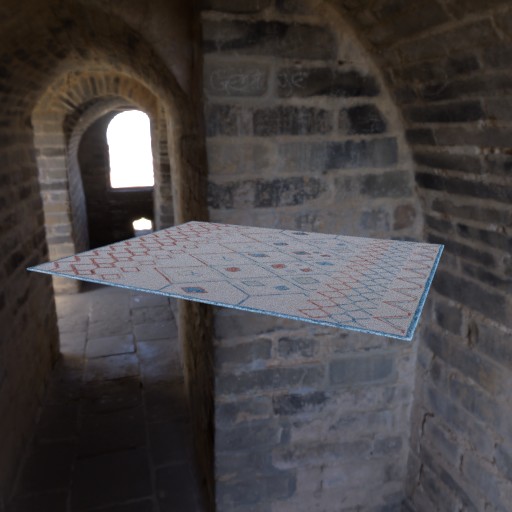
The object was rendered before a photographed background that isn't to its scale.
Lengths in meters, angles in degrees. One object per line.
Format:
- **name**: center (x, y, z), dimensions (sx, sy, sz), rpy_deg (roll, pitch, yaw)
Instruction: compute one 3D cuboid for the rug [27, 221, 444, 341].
- **rug**: center (0.000, 0.000, 4.085), dimensions (3.050, 0.016, 2.441), rpy_deg (7, 16, 25)
